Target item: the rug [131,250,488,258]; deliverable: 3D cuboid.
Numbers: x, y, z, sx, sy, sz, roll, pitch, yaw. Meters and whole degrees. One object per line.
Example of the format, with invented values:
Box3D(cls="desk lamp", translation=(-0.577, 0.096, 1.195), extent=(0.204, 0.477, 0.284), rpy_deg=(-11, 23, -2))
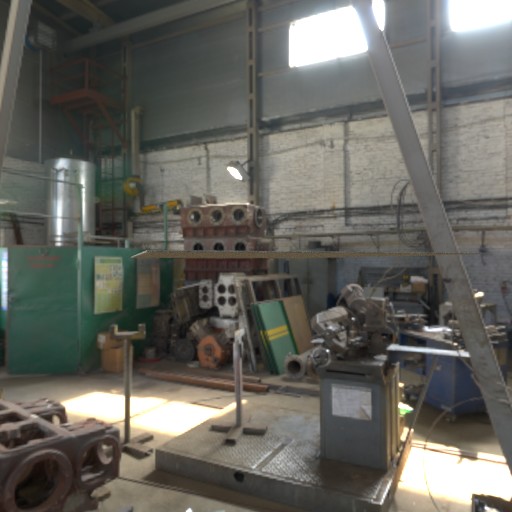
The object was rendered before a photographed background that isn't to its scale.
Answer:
Box3D(cls="rug", translation=(0.000, 0.000, 2.896), extent=(1.521, 0.006, 2.283), rpy_deg=(0, -1, -17))
